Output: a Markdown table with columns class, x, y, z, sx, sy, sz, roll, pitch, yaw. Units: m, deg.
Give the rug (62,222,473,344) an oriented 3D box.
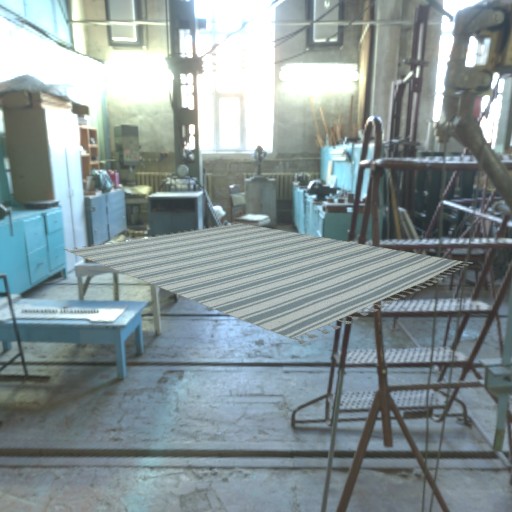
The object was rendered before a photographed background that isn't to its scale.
| class | x | y | z | sx | sy | sz | roll | pitch | yaw |
| --- | --- | --- | --- | --- | --- | --- | --- | --- | --- |
| rug | 0.000 | 0.000 | 4.260 | 2.439 | 0.005 | 3.201 | -13 | 19 | -43 |
